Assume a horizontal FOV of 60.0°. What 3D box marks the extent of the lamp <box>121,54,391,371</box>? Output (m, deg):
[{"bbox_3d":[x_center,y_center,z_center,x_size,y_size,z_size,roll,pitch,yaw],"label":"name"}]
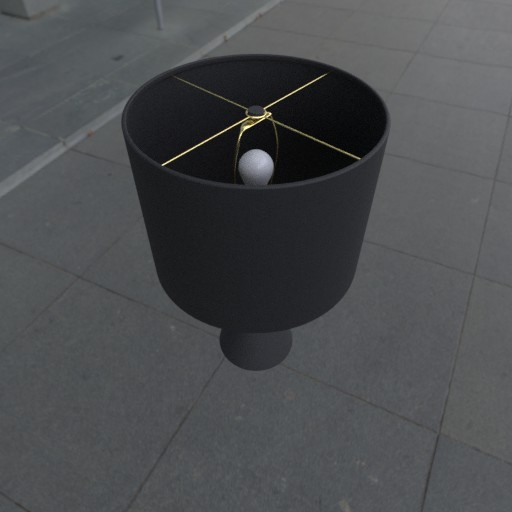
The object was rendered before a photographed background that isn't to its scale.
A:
[{"bbox_3d":[0.000,0.000,0.812,0.359,0.584,0.359,33,54,28],"label":"lamp"}]
